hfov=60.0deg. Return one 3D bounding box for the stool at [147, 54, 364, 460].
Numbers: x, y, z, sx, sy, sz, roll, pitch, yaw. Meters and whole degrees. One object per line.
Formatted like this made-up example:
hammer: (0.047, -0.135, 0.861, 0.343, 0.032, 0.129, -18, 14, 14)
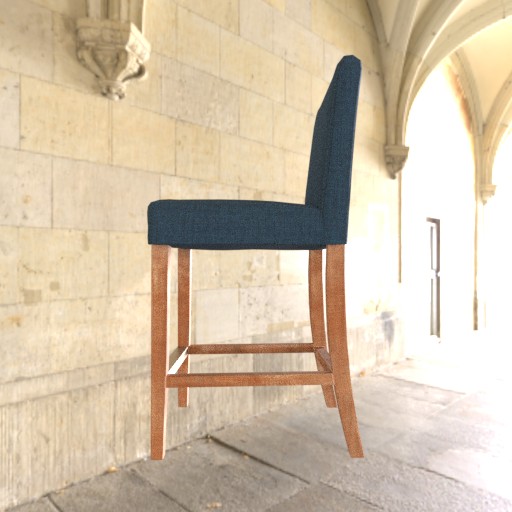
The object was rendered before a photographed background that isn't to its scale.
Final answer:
stool: (0.000, 0.000, 1.338, 0.567, 1.039, 0.454, 0, 0, 0)
